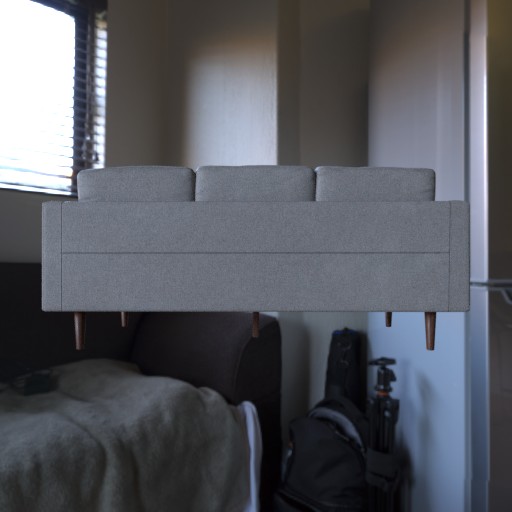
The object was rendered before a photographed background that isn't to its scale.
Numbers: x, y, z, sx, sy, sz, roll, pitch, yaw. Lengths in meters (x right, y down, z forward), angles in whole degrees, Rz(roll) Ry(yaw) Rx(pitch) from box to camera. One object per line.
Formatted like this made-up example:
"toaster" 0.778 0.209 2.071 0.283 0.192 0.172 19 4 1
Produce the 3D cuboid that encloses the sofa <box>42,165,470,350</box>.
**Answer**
"sofa" 0.000 0.000 2.518 1.983 0.918 0.944 0 0 1
